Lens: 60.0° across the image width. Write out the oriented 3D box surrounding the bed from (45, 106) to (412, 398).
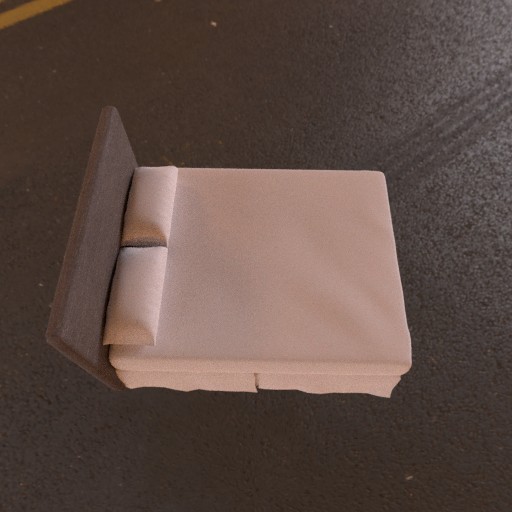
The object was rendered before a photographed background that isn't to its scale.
[{"bbox_3d":[0.000,0.000,3.186,2.142,1.330,1.723,1,62,1],"label":"bed"}]
